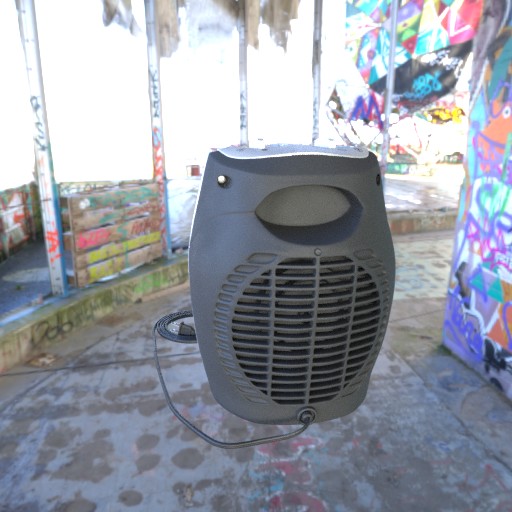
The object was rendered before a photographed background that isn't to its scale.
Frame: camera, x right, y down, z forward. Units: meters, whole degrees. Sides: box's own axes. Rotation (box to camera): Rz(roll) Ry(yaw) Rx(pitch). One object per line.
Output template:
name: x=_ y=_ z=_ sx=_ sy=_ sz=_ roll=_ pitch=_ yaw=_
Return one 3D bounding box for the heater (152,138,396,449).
heater: x=0.000 y=0.000 z=0.466 sx=0.239 sy=0.240 sz=0.291 roll=-2 pitch=15 yaw=-9
